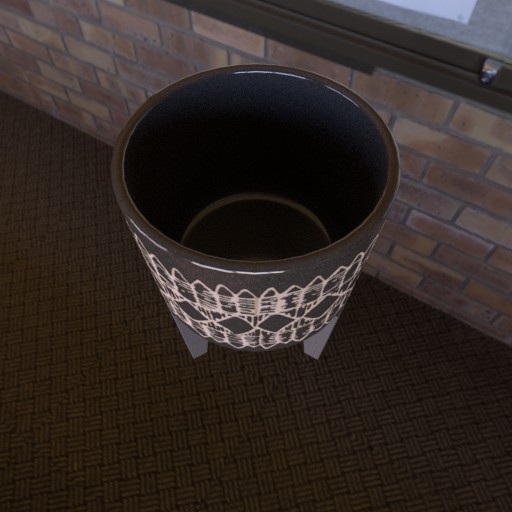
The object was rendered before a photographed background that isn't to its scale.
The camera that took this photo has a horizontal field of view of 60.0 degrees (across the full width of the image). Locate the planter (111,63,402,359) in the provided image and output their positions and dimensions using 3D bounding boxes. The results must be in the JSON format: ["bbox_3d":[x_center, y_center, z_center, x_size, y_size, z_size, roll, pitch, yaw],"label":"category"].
[{"bbox_3d":[0.000,0.000,0.273,0.129,0.177,0.129,0,57,0],"label":"planter"}]
